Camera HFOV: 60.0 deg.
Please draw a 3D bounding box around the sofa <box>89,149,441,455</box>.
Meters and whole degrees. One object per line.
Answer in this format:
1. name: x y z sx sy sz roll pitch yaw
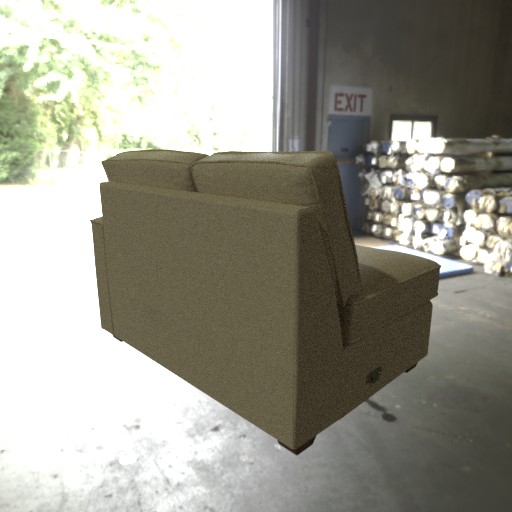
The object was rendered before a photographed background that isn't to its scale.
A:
1. sofa: 0.000 0.000 2.086 0.991 0.989 1.388 -14 20 -42
